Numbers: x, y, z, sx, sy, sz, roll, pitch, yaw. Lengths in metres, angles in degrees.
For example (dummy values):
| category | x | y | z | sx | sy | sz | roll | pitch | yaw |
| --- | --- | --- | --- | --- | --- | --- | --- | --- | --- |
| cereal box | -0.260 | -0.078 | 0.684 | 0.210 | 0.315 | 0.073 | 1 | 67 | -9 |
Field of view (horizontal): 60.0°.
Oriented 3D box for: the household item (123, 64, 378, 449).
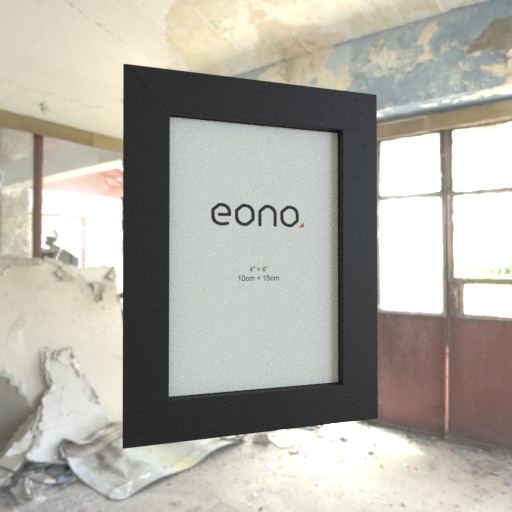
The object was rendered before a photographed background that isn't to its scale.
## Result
| category | x | y | z | sx | sy | sz | roll | pitch | yaw |
| --- | --- | --- | --- | --- | --- | --- | --- | --- | --- |
| household item | 0.000 | 0.000 | 0.232 | 0.133 | 0.178 | 0.022 | 0 | 0 | -17 |
